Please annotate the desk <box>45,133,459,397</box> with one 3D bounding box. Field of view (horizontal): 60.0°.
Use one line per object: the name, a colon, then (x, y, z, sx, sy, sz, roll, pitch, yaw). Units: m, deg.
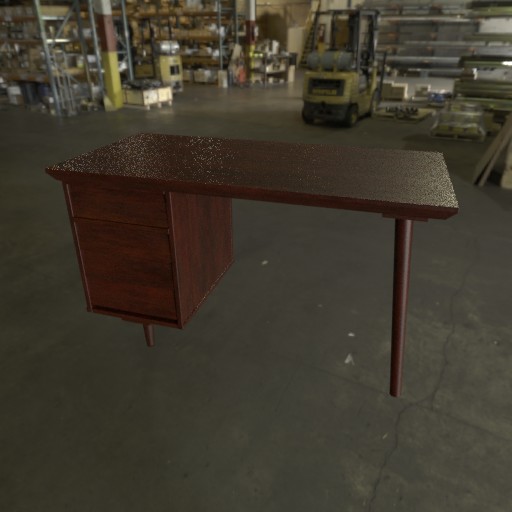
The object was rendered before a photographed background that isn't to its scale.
desk: (0.000, 0.000, 1.735, 1.277, 0.758, 0.612, 8, 28, 15)
